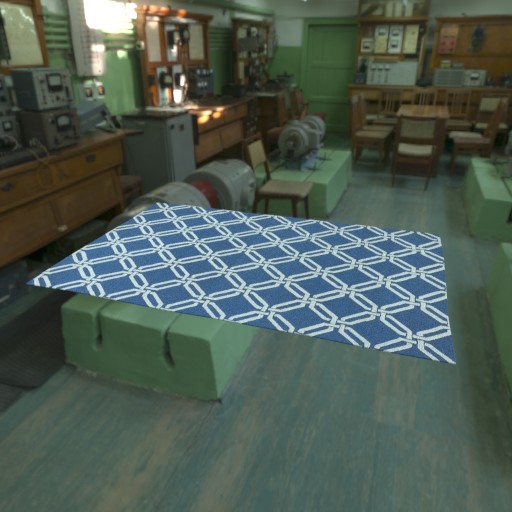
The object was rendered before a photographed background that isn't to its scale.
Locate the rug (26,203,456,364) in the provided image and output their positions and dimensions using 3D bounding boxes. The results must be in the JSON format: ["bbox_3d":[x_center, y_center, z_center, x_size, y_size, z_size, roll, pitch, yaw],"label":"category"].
[{"bbox_3d":[0.000,0.000,2.180,1.755,0.010,1.153,8,27,16],"label":"rug"}]
